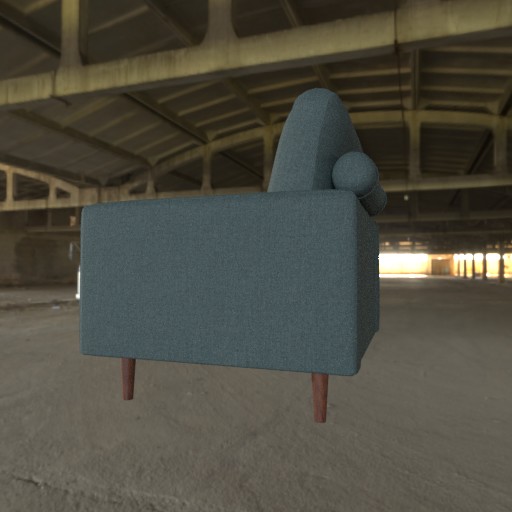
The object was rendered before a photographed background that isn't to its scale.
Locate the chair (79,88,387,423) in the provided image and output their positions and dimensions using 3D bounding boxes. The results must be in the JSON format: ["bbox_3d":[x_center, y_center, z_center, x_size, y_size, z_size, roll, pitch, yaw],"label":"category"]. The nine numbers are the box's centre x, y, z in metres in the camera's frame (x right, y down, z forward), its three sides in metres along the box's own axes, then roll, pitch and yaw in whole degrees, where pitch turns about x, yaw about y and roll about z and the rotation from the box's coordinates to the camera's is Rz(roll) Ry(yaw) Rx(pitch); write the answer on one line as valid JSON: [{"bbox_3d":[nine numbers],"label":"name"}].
[{"bbox_3d":[0.000,0.000,1.517,0.843,0.880,0.821,0,-1,19],"label":"chair"}]
